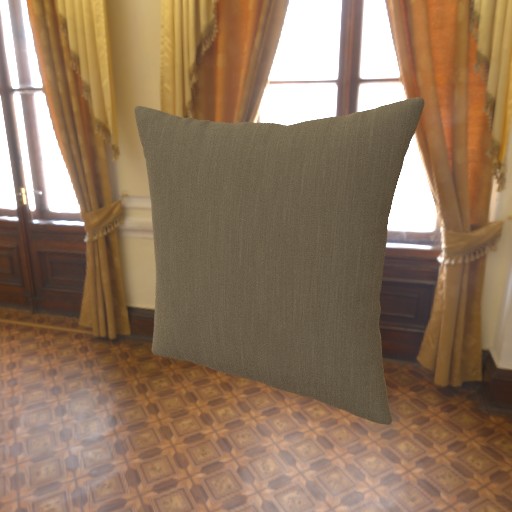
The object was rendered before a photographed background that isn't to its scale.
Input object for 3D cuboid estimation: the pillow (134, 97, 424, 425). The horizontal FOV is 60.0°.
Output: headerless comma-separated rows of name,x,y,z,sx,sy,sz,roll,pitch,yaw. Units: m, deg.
pillow,0.000,0.000,0.776,0.511,0.509,0.161,9,18,27
